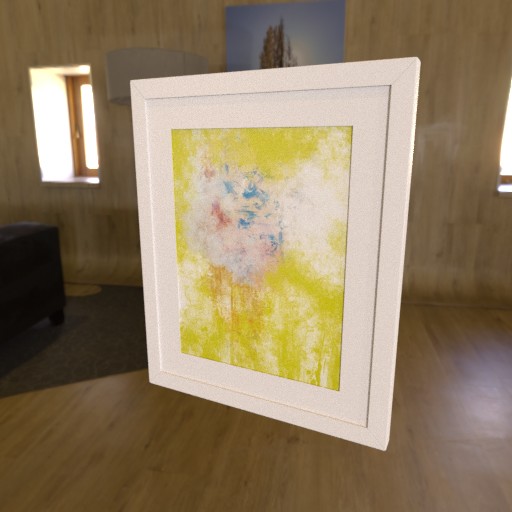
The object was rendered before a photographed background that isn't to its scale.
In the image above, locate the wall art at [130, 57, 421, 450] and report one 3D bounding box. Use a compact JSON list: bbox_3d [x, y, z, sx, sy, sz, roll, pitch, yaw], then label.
[{"bbox_3d":[0.000,0.000,0.716,0.454,0.556,0.028,7,16,26],"label":"wall art"}]
